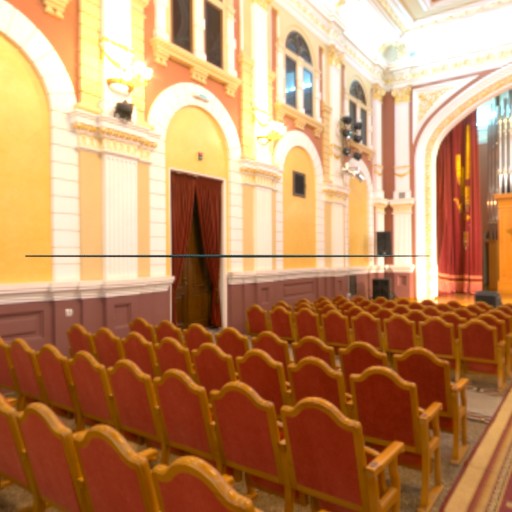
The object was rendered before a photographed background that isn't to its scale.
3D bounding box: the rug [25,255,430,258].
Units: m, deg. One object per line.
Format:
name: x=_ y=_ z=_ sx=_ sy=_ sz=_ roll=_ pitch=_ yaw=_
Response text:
rug: x=0.000 y=0.000 z=4.009 sx=2.226 sy=0.015 sz=3.044 roll=0 pitch=0 yaw=36
